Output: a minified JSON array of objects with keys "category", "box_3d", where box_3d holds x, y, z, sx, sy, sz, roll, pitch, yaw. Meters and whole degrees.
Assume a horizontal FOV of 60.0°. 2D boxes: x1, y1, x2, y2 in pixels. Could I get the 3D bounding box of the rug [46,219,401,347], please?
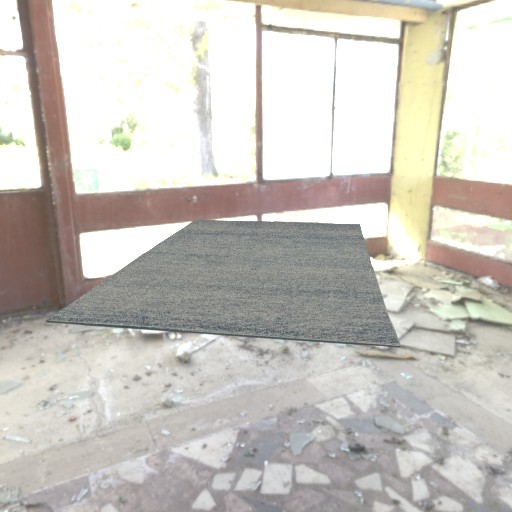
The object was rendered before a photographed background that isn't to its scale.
[{"category":"rug","box_3d":[0.000,0.000,2.228,1.145,0.021,1.777,3,16,9]}]
